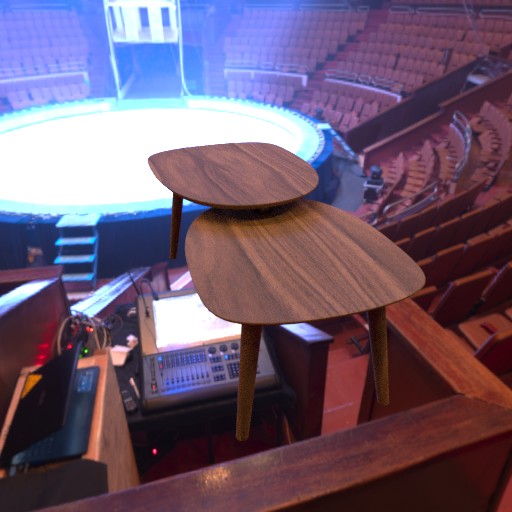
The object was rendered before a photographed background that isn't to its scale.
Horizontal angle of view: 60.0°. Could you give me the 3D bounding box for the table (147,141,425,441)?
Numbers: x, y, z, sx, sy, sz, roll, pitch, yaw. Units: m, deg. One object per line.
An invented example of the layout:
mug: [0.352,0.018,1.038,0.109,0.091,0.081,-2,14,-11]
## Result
table: [0.000,0.000,1.387,0.527,0.429,1.084,-10,31,-17]
